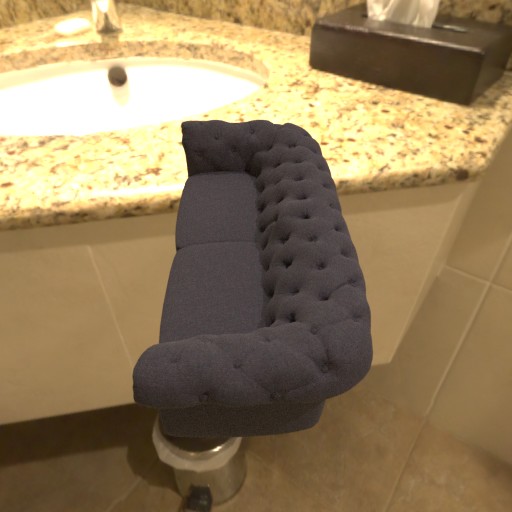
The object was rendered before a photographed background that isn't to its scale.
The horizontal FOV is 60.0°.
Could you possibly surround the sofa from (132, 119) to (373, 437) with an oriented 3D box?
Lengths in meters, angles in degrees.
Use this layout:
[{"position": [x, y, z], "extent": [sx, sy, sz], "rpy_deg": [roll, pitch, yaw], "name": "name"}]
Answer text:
[{"position": [0.000, 0.000, 2.758], "extent": [1.046, 0.836, 2.335], "rpy_deg": [-1, 42, -2], "name": "sofa"}]
